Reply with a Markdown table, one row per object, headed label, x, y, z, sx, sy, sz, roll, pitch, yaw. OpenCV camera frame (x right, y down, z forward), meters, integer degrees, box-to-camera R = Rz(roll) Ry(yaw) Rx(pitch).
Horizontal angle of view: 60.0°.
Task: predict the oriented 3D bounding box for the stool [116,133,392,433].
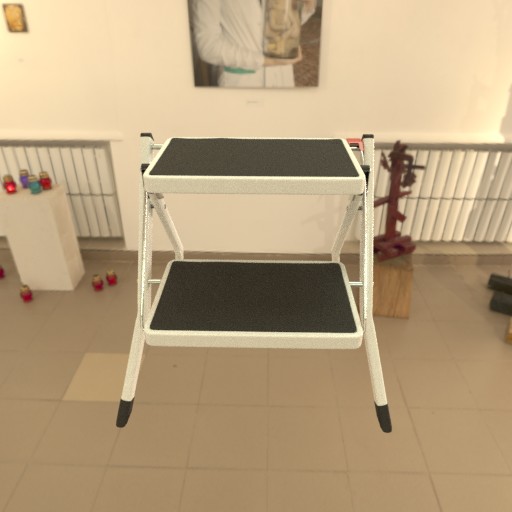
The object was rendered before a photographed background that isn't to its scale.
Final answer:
| label | x | y | z | sx | sy | sz | roll | pitch | yaw |
| --- | --- | --- | --- | --- | --- | --- | --- | --- | --- |
| stool | 0.000 | 0.000 | 0.852 | 0.485 | 0.445 | 0.490 | 1 | 31 | 1 |
